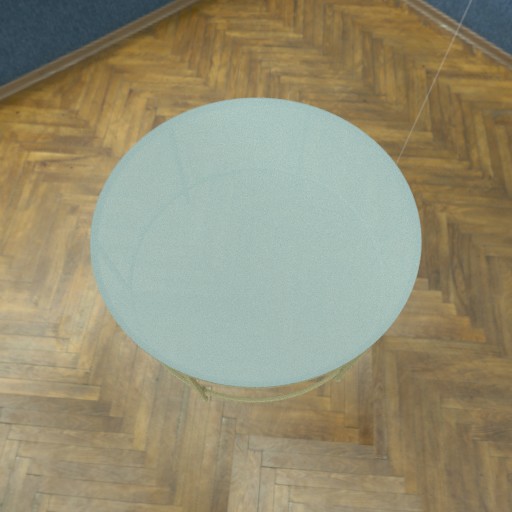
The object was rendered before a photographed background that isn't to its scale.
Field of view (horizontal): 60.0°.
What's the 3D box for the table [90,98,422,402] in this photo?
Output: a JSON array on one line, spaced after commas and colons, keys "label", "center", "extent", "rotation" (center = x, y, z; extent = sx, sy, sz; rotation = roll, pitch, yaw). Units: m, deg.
[{"label": "table", "center": [0.000, 0.000, 1.446], "extent": [0.914, 0.470, 0.914], "rotation": [0, 64, 0]}]
